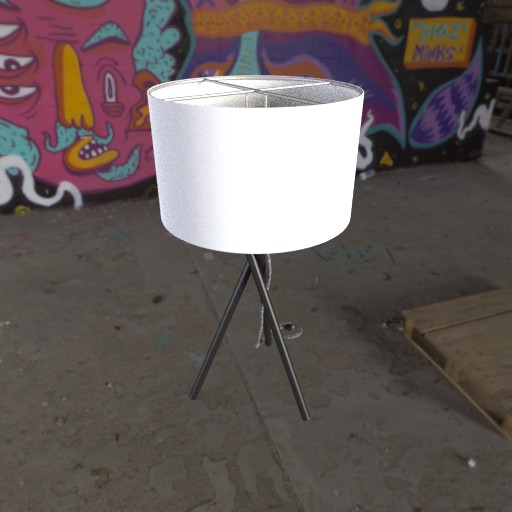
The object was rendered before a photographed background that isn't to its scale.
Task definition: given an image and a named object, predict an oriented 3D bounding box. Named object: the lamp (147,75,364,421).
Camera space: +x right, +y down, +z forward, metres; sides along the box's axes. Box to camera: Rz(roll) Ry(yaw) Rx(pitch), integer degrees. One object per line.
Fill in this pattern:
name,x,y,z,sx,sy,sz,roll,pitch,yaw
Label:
lamp,0.000,0.000,0.930,0.353,0.674,0.422,0,29,1
